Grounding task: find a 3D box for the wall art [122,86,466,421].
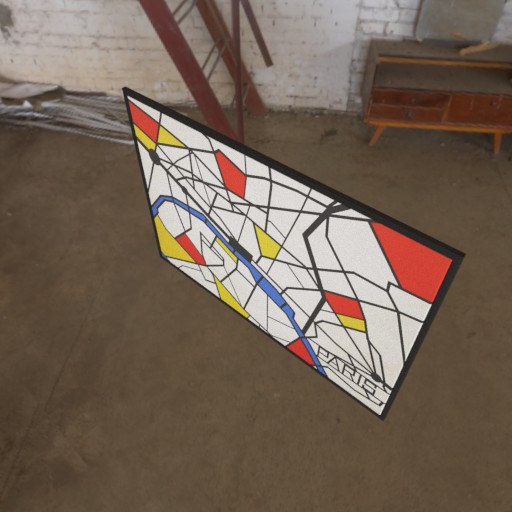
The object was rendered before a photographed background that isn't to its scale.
[{"bbox_3d":[0.000,0.000,1.227,0.963,0.665,0.013,33,54,27],"label":"wall art"}]
